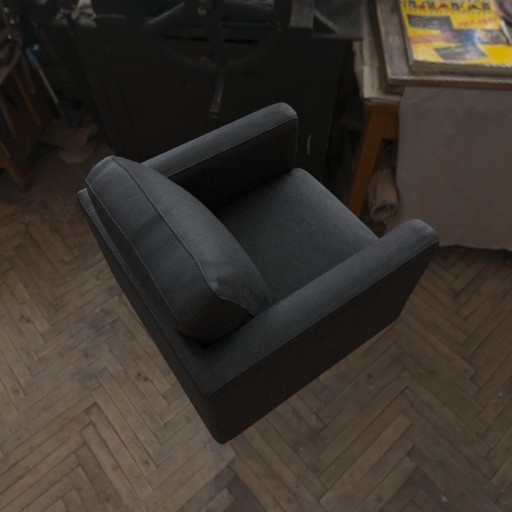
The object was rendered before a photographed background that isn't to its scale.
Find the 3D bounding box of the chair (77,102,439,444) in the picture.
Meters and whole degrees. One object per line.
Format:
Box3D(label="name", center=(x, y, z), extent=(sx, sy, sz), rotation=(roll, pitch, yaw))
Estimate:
Box3D(label="chair", center=(0.000, 0.000, 1.576), extent=(0.879, 0.898, 0.831), rotation=(-30, 61, -19))
